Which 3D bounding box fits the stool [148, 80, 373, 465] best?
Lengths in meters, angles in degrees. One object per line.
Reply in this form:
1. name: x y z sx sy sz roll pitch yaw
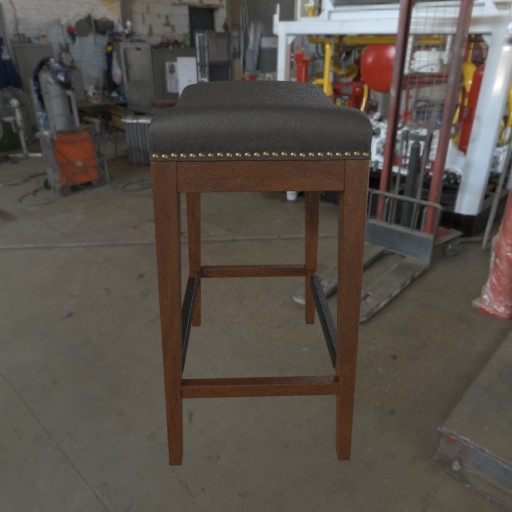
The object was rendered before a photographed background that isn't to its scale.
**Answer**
1. stool: 0.000 0.000 0.939 0.353 0.664 0.490 -1 26 -2
